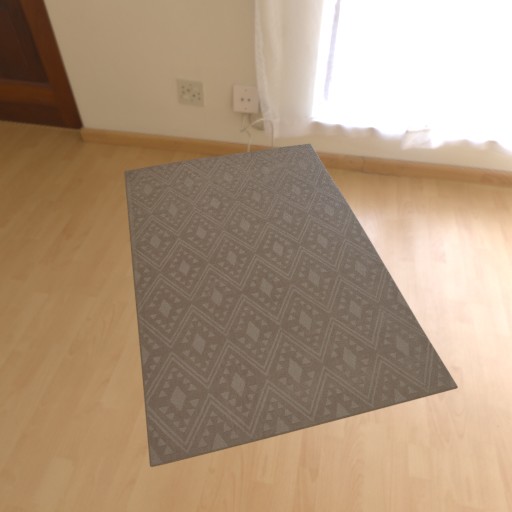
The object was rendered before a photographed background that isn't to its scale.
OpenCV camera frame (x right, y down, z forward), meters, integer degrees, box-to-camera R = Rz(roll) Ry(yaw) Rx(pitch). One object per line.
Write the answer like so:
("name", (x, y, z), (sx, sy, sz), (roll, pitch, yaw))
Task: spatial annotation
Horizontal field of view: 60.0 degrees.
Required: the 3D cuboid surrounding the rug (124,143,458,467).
("rug", (0.000, 0.000, 2.303), (1.252, 0.034, 1.829), (-11, 48, -10))
